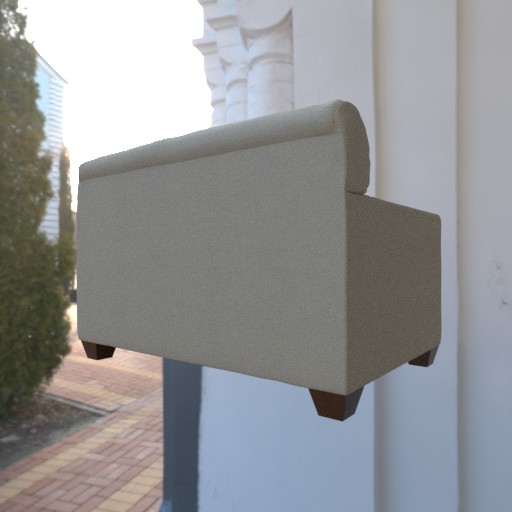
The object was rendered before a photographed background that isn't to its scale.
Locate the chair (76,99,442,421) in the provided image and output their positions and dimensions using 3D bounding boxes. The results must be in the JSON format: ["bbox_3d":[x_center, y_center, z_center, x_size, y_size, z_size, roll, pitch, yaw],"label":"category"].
[{"bbox_3d":[0.000,0.000,2.016,1.383,0.948,1.000,0,0,38],"label":"chair"}]
